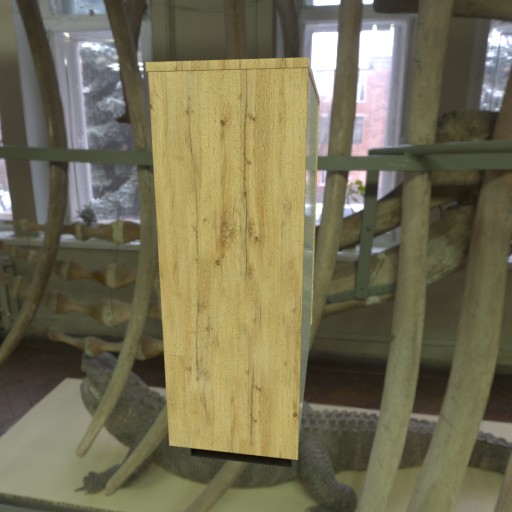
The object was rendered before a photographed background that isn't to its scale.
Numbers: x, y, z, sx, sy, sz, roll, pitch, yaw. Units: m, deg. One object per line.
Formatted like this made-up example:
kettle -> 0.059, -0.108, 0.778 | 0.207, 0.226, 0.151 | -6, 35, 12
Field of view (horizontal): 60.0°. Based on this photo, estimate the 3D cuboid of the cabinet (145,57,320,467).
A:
cabinet -> 0.000, 0.000, 1.936 | 0.473, 1.397, 1.168 | 2, 15, 9
